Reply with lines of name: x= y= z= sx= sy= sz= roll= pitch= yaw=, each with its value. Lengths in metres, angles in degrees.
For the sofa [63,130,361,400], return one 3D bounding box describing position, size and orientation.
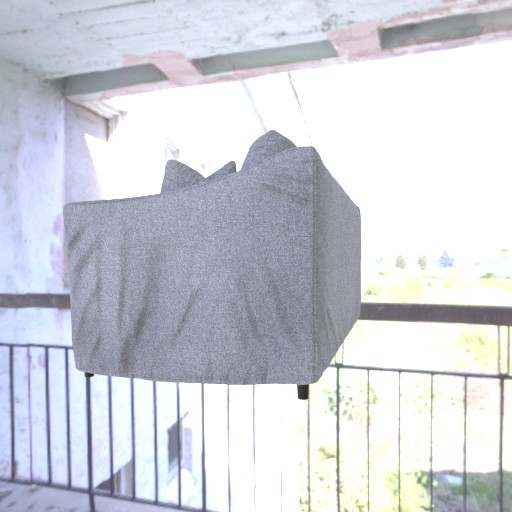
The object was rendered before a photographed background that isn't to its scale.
sofa: x=0.000 y=0.000 z=2.575 sx=1.072 sy=1.018 sz=2.010 roll=0 pitch=0 yaw=17
